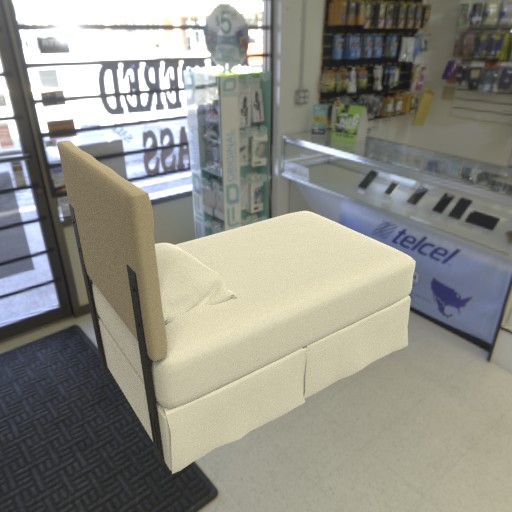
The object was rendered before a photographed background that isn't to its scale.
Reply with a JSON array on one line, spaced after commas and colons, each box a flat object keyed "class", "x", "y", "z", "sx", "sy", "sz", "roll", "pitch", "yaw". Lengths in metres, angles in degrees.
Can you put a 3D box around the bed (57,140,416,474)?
[{"class": "bed", "x": 0.000, "y": 0.000, "z": 2.949, "sx": 1.997, "sy": 1.571, "sz": 1.261, "roll": -18, "pitch": 32, "yaw": -31}]
